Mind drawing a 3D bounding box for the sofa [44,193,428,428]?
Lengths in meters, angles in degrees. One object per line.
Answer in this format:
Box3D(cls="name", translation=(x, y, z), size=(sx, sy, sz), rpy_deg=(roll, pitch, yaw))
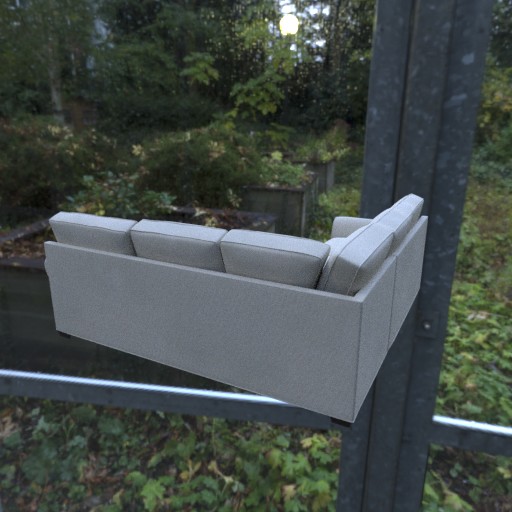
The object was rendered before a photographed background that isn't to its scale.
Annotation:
Box3D(cls="sofa", translation=(0.000, 0.000, 3.979), size=(2.569, 1.054, 2.487), rpy_deg=(9, 19, 26))
